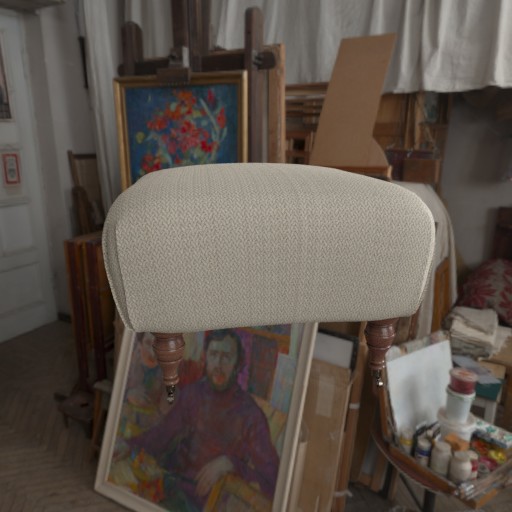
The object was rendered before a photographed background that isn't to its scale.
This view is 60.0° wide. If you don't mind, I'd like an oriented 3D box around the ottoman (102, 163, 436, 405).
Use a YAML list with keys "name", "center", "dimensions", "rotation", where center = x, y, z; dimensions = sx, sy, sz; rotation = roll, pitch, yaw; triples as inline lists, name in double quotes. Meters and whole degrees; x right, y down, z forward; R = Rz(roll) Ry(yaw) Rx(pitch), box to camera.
- name: "ottoman"
  center: [0.000, 0.000, 1.109]
  dimensions: [0.622, 0.447, 0.684]
  rotation: [-2, 16, -7]
